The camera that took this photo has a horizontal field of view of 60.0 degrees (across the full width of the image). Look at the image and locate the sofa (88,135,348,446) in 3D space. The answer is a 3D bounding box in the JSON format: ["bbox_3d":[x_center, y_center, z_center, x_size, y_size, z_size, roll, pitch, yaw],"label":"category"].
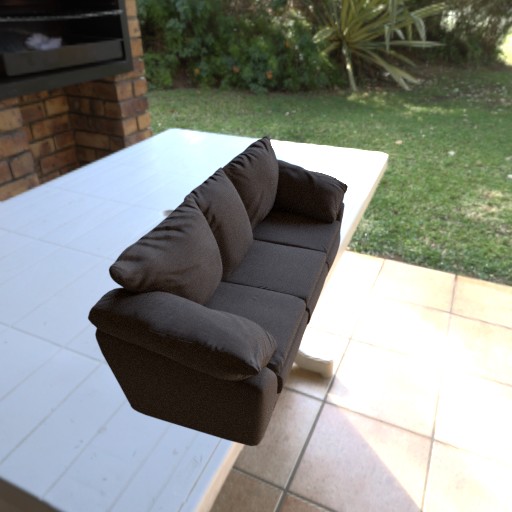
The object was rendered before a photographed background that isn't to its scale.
[{"bbox_3d":[0.000,0.000,2.966,0.927,1.043,2.390,10,32,16],"label":"sofa"}]
